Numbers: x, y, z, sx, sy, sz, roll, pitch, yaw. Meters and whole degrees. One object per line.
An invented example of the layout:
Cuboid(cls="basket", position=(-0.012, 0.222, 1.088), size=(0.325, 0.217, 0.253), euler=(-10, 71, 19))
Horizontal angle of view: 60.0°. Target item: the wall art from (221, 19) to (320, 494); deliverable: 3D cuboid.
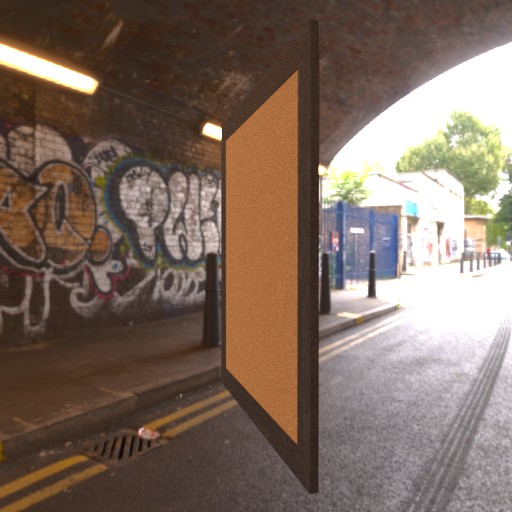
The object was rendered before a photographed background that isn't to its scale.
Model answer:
Cuboid(cls="wall art", position=(0.000, 0.000, 0.761), size=(0.013, 0.570, 0.476), euler=(0, 1, -17))
